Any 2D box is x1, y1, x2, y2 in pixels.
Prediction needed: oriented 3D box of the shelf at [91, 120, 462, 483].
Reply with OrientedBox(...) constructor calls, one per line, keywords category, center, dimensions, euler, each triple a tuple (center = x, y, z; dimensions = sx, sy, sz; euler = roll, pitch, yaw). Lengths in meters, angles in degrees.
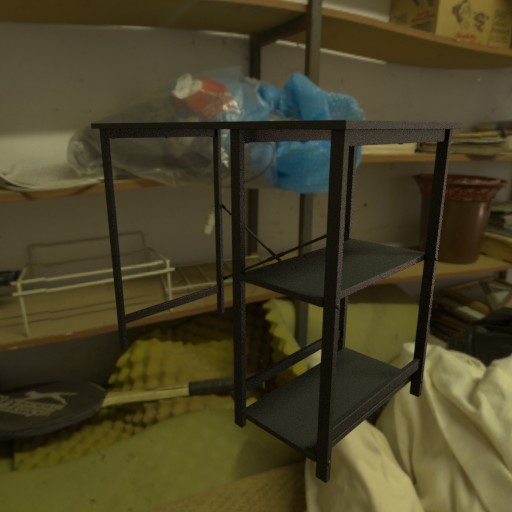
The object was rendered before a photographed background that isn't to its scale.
OrientedBox(category="shelf", center=(0.000, 0.000, 1.302), dimensions=(0.902, 0.749, 0.498), euler=(15, 22, 42))
